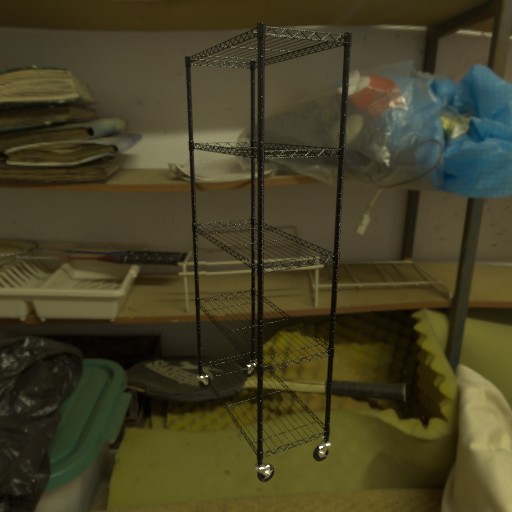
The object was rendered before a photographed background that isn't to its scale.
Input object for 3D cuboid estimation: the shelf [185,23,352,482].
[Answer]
[{"bbox_3d":[0.000,0.000,1.902,0.356,1.645,0.762,-8,18,-24],"label":"shelf"}]
